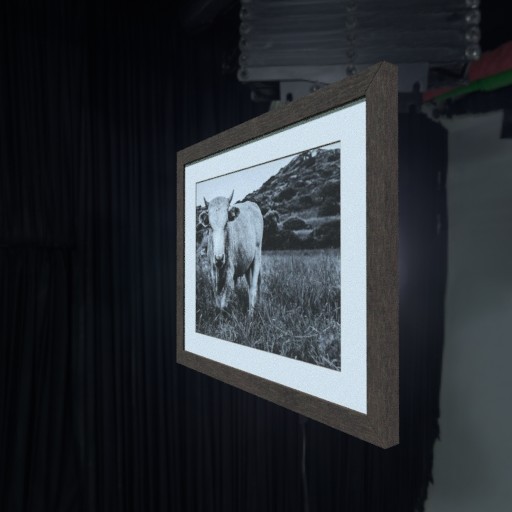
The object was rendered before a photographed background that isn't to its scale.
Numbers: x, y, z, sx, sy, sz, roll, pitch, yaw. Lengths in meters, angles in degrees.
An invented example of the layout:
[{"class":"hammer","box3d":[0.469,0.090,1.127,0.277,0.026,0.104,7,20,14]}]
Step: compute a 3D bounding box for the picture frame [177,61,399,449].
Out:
[{"class":"picture frame","box3d":[0.000,0.000,0.747,0.026,0.455,0.546,0,-1,-36]}]
